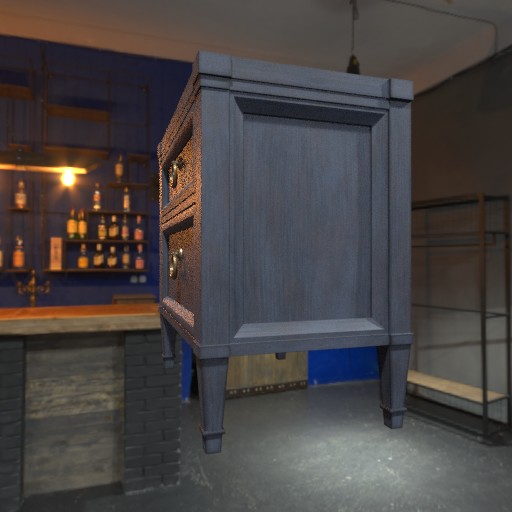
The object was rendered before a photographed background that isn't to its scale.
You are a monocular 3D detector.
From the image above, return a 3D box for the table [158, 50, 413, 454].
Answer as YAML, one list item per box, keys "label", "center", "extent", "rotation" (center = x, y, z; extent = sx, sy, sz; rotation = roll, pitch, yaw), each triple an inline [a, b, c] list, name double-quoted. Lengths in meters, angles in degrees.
- label: "table"
  center: [0.000, 0.000, 1.087]
  extent: [0.413, 0.660, 0.660]
  rotation: [0, 0, -18]
